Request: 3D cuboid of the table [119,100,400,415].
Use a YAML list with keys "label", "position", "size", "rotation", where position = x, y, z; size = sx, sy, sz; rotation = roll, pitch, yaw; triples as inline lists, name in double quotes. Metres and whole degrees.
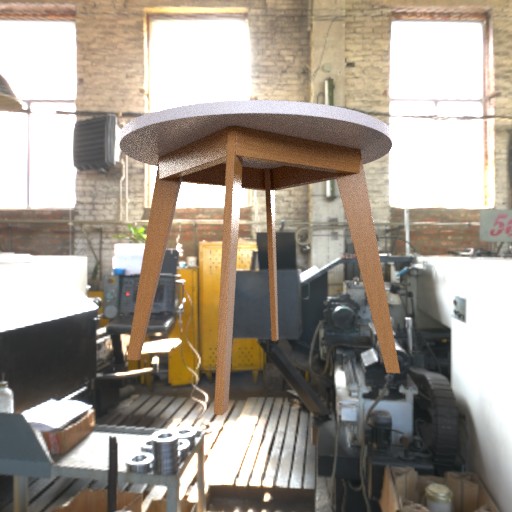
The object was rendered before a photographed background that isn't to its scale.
- label: "table"
  position: [0.000, 0.000, 1.522]
  size: [0.896, 0.762, 0.896]
  rotation: [0, 0, 0]
